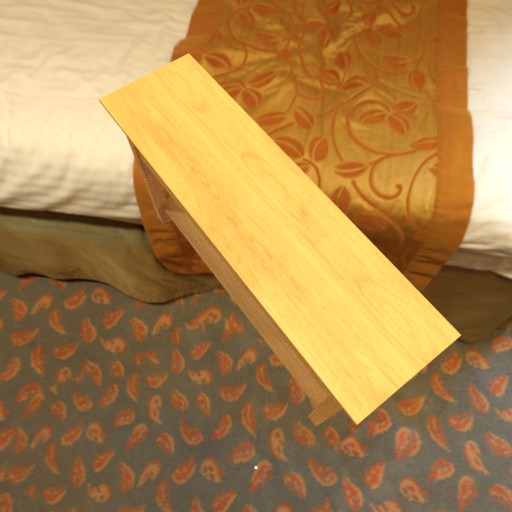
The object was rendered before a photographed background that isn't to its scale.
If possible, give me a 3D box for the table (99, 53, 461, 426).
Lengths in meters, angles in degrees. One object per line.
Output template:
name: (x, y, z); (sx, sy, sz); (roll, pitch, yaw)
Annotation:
table: (0.000, 0.000, 1.600); (0.350, 0.730, 1.240); (-34, 69, -15)
